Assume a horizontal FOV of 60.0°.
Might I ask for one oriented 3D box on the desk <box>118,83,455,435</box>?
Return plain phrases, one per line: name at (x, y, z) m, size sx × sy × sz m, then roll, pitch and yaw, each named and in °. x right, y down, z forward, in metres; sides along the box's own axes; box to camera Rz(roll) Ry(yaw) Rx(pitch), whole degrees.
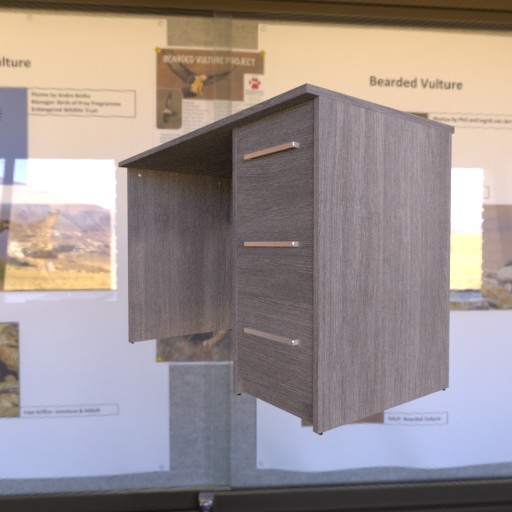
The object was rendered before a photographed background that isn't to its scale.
desk at (0.000, 0.000, 1.514) m, size 0.560 × 0.735 × 1.097 m, roll -1°, pitch 2°, yaw -37°
